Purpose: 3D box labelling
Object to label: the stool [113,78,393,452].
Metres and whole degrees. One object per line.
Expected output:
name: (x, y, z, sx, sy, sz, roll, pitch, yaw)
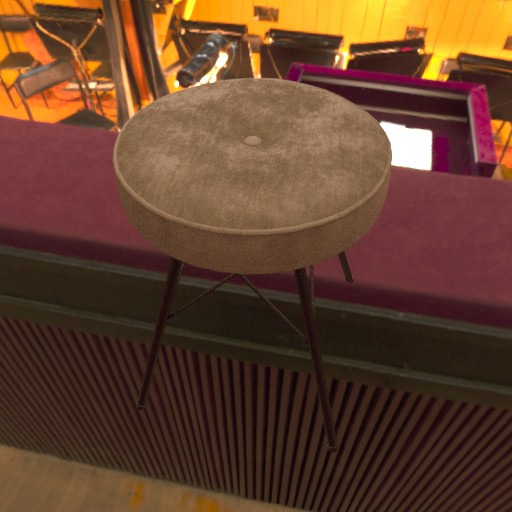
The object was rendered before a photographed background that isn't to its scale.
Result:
stool: (0.000, 0.000, 0.842, 0.423, 0.538, 0.457, 9, 47, 9)
